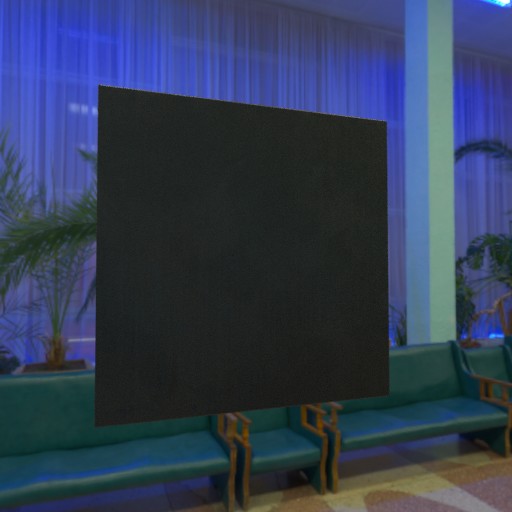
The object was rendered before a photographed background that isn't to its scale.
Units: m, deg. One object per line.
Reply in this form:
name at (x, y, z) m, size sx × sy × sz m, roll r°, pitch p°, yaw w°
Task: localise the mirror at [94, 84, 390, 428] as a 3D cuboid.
mirror at (0.000, 0.000, 0.562) m, size 0.382 × 0.381 × 0.020 m, roll 1°, pitch -2°, yaw -19°
